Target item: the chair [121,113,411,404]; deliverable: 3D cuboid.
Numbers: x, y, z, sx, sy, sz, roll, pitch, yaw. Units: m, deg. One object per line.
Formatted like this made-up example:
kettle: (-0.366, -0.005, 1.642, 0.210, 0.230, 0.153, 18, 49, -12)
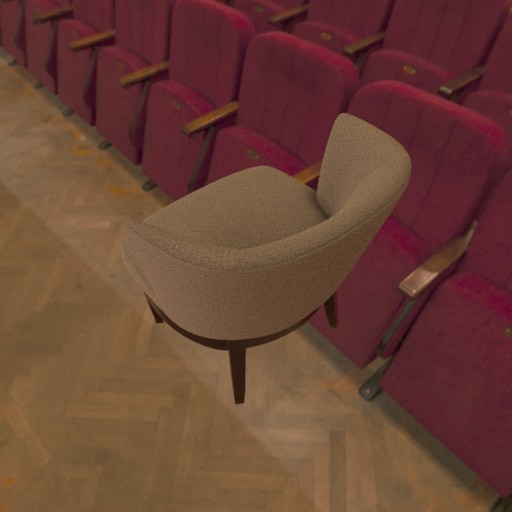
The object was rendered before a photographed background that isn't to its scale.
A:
chair: (0.000, 0.000, 1.322, 0.700, 0.760, 0.660, -32, 55, -26)
